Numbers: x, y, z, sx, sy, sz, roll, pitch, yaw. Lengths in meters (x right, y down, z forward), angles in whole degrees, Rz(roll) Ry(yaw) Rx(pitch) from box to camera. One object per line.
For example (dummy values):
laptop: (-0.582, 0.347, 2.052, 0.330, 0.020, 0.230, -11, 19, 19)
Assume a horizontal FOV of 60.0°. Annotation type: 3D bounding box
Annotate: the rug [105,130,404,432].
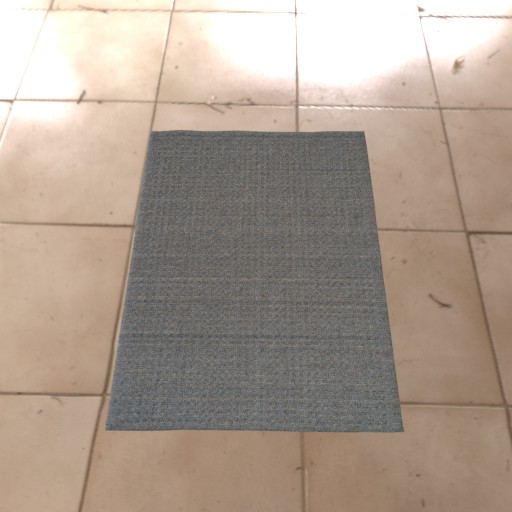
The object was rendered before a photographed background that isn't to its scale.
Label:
rug: (0.000, 0.000, 4.318, 2.443, 0.007, 3.200, 0, 63, 0)
